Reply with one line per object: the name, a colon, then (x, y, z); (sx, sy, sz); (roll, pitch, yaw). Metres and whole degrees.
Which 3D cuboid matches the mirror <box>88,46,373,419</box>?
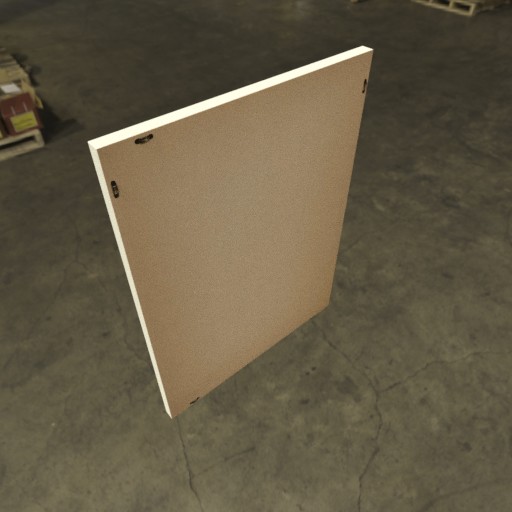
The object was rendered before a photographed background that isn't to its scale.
mirror: (0.000, 0.000, 1.317); (0.762, 1.016, 0.040); (-30, 51, -28)
